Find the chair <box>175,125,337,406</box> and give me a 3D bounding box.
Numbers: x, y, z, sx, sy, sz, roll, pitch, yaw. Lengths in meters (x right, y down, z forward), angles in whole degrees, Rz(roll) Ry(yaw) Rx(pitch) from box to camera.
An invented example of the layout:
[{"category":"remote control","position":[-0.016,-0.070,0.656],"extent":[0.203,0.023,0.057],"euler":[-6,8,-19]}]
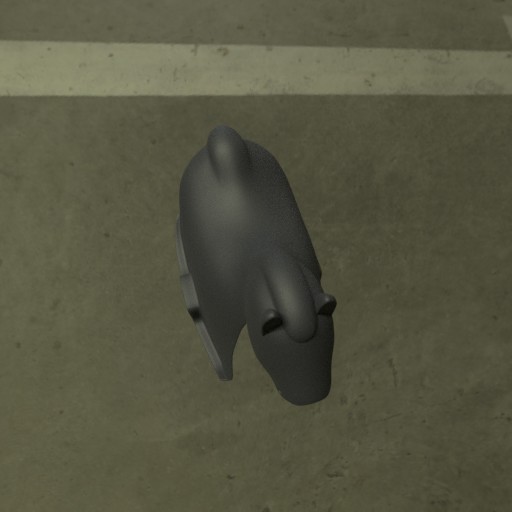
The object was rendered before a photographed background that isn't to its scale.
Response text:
[{"category":"chair","position":[0.000,0.000,1.147],"extent":[0.429,0.612,0.800],"euler":[-15,64,-8]}]
